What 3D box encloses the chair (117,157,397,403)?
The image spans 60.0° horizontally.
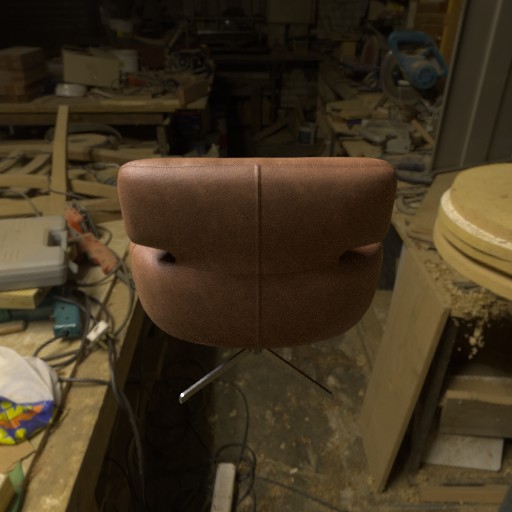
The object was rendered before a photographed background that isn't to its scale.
[{"bbox_3d":[0.000,0.000,1.356,0.706,0.812,0.715,0,31,-1],"label":"chair"}]
